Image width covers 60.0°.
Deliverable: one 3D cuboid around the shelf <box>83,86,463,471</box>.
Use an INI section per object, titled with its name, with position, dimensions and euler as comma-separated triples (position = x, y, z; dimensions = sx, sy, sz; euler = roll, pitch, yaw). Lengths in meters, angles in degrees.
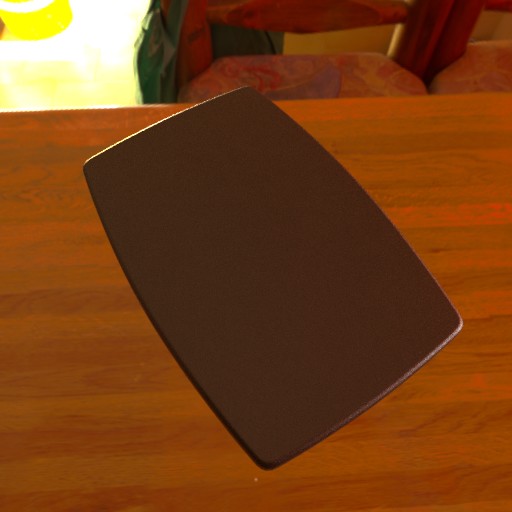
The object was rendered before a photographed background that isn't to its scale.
[shelf]
position = 0.000, 0.000, 0.520
dimensions = 0.280, 0.100, 0.410
euler = -30, 67, -14
